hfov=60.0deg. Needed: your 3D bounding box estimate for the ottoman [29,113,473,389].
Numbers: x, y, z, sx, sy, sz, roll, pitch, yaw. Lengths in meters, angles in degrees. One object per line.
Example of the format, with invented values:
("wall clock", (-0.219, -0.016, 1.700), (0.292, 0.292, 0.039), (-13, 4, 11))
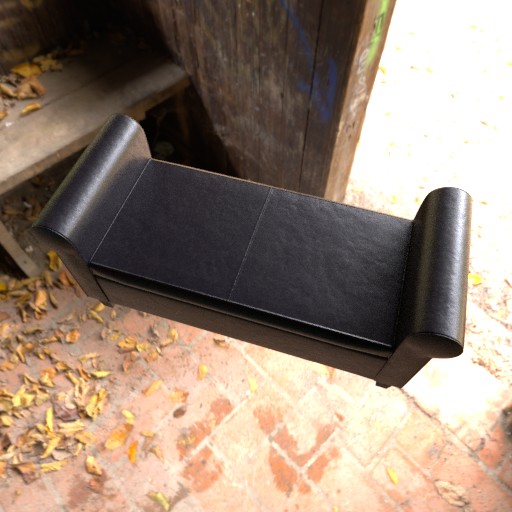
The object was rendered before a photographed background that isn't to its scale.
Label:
("ottoman", (0.000, 0.000, 1.529), (1.256, 0.547, 0.521), (15, 59, 9))
